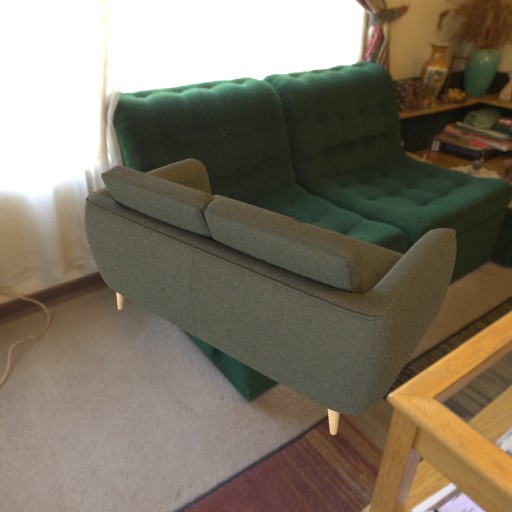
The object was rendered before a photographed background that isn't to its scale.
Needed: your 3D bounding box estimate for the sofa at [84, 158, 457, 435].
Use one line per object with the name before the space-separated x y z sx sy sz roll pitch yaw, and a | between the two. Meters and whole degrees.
sofa | 0.000 0.000 2.239 1.700 0.850 0.920 21 37 31
